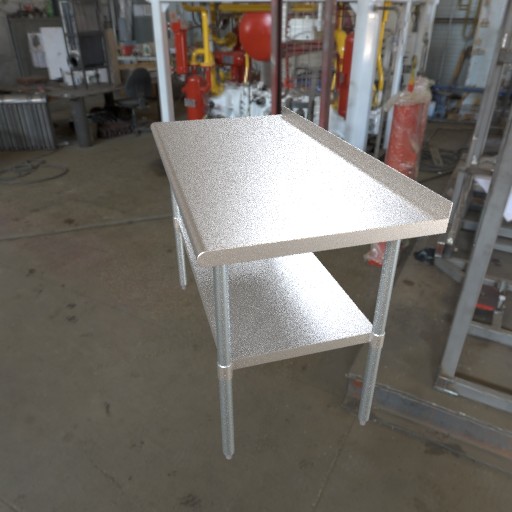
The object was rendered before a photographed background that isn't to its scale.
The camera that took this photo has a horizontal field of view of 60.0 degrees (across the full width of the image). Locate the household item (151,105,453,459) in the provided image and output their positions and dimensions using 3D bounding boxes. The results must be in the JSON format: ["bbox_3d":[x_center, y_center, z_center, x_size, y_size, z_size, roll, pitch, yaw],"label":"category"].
[{"bbox_3d":[0.000,0.000,1.685,0.610,0.851,1.219,-8,30,-14],"label":"household item"}]
